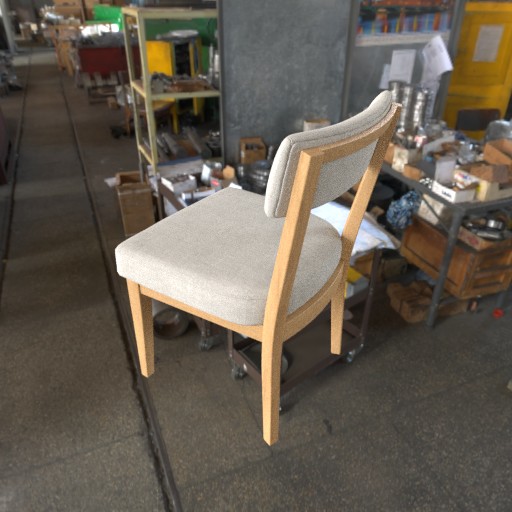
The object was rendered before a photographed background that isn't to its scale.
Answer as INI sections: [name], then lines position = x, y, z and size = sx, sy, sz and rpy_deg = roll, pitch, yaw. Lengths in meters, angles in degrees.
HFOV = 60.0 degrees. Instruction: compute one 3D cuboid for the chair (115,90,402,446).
[chair]
position = 0.000, 0.000, 1.202
size = 0.572, 0.832, 0.508
rpy_deg = 19, 36, 28
